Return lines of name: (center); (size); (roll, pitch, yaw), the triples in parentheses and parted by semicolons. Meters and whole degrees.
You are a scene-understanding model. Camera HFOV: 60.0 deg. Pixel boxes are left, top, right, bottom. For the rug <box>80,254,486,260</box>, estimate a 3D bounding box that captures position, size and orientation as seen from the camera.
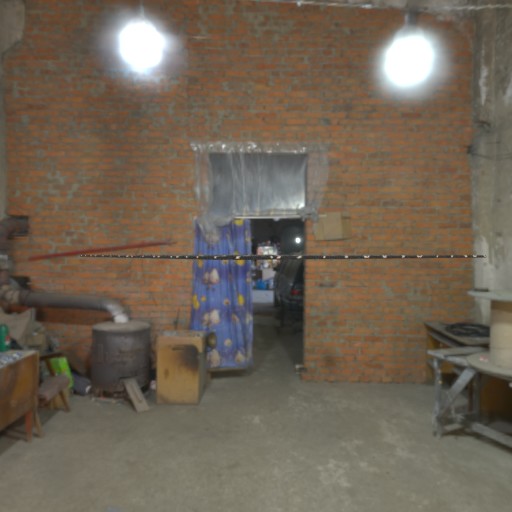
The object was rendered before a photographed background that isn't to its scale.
rug: (0.000, 0.000, 4.126); (2.439, 0.022, 3.047); (0, 0, -35)
